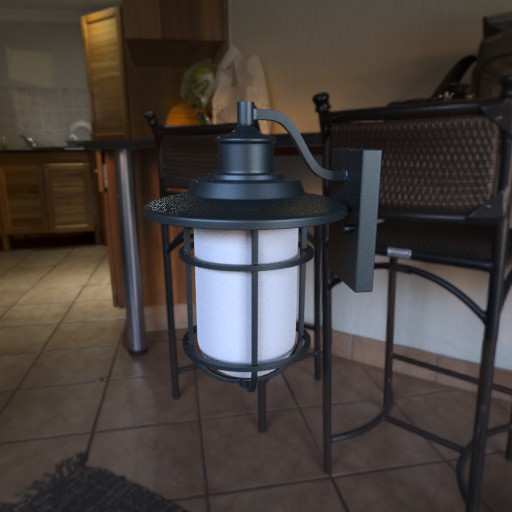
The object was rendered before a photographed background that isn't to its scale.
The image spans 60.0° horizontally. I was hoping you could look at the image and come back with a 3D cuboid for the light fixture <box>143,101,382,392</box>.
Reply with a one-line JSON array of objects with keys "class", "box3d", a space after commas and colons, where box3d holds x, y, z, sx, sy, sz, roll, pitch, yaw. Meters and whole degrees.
[{"class": "light fixture", "box3d": [0.000, 0.000, 0.524, 0.252, 0.345, 0.222, -2, 14, -8]}]
